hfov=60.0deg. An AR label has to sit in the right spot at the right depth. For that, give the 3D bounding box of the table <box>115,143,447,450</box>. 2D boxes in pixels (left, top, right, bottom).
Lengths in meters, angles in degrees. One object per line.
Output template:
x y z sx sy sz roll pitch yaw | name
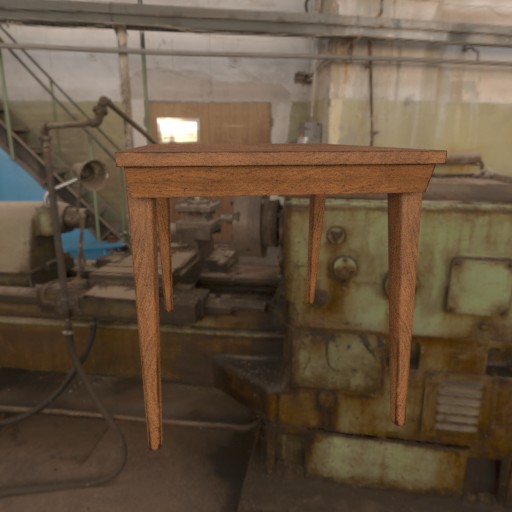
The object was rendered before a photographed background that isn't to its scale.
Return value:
0.000 0.000 1.579 0.757 0.760 1.027 -2 15 -8 | table
